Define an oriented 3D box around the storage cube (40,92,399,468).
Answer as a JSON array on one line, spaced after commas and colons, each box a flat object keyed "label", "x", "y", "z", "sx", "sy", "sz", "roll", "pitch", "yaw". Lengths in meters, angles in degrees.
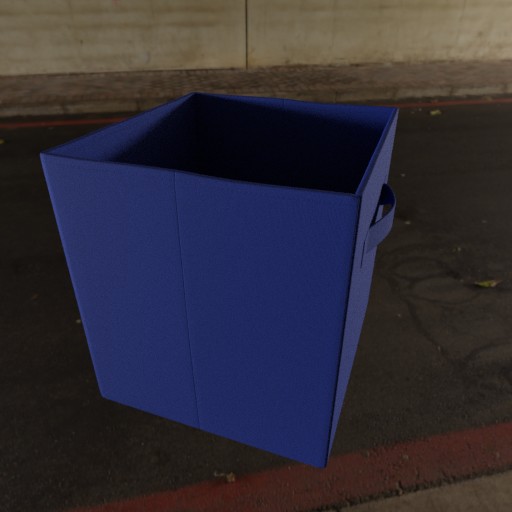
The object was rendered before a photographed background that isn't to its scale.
[{"label": "storage cube", "x": 0.000, "y": 0.000, "z": 0.485, "sx": 0.270, "sy": 0.280, "sz": 0.270, "roll": 11, "pitch": 32, "yaw": 17}]
